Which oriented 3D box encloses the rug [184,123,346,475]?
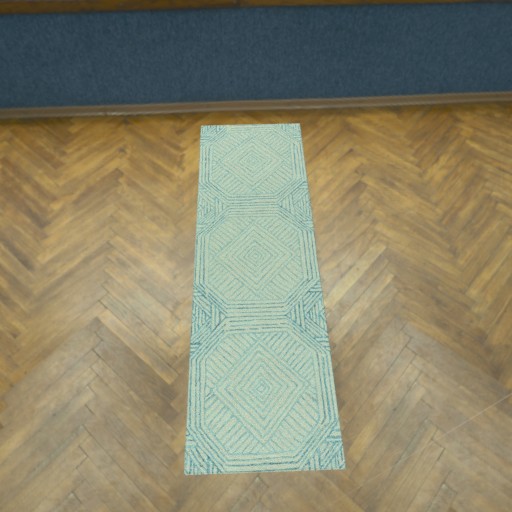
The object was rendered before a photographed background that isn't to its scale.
[{"bbox_3d":[0.000,0.000,2.772,0.775,0.012,2.452,-2,56,-1],"label":"rug"}]
